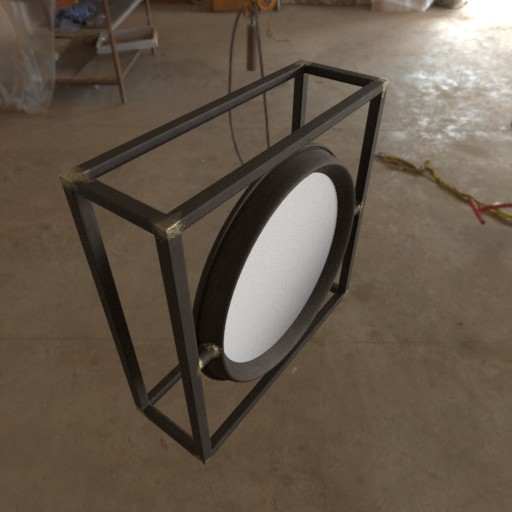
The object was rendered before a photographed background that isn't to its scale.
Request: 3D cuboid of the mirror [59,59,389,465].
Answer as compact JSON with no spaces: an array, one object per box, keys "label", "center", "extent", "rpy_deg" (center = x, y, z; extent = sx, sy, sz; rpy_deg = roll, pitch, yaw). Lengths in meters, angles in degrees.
[{"label":"mirror","center":[0.000,0.000,0.469],"extent":[0.107,0.303,0.306],"rpy_deg":[26,47,27]}]
